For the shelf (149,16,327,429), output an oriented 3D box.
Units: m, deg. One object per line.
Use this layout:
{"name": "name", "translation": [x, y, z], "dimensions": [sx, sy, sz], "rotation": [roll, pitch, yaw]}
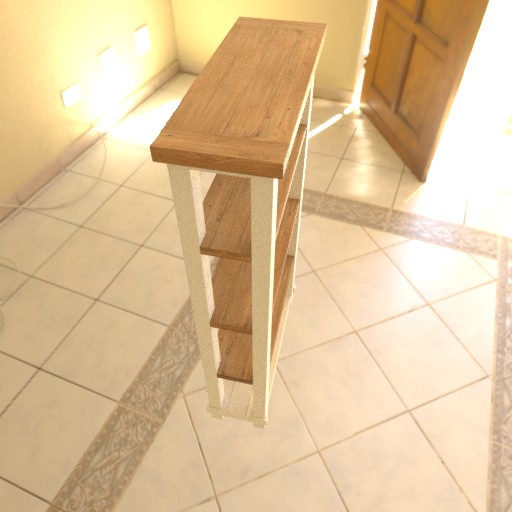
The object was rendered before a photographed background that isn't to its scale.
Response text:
{"name": "shelf", "translation": [0.000, 0.000, 2.233], "dimensions": [0.381, 1.878, 1.022], "rotation": [9, 48, 9]}
